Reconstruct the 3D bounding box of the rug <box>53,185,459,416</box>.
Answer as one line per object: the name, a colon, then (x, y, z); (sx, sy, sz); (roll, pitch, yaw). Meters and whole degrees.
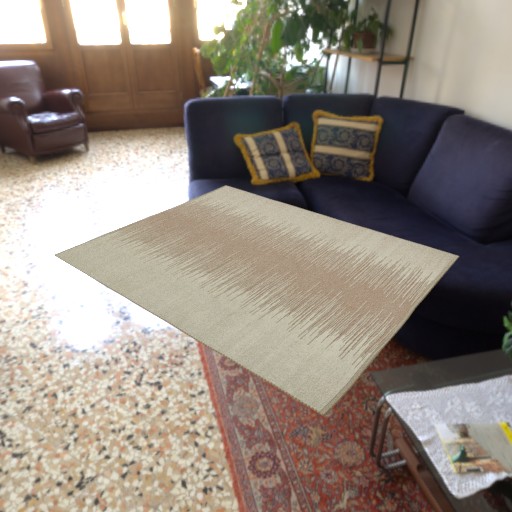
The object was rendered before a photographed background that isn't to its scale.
rug: (0.000, 0.000, 4.236); (3.048, 0.013, 2.438); (22, 36, 33)
